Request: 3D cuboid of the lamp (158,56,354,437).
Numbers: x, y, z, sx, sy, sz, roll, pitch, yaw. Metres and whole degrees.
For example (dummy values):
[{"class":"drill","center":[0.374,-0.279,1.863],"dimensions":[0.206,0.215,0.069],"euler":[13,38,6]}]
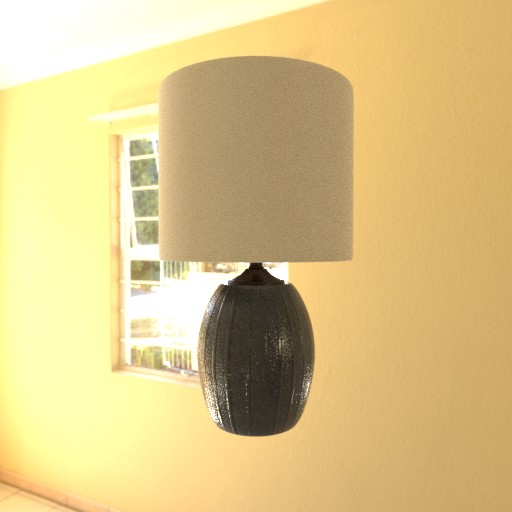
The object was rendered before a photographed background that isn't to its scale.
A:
[{"class":"lamp","center":[0.000,0.000,0.767],"dimensions":[0.329,0.570,0.329],"euler":[0,1,18]}]
